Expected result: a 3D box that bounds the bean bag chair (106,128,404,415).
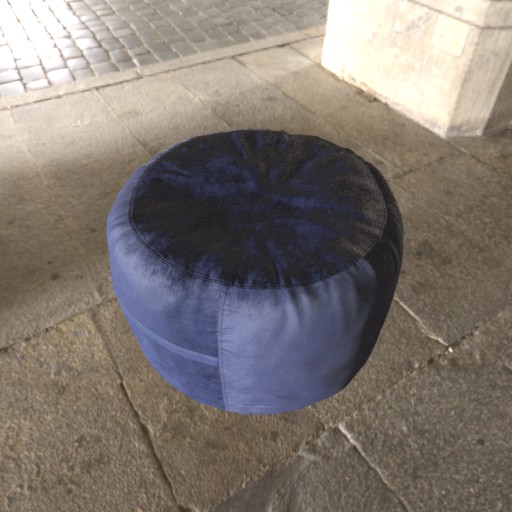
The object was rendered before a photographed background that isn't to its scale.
[{"bbox_3d":[0.000,0.000,1.980,1.219,0.762,1.219,0,46,0],"label":"bean bag chair"}]
